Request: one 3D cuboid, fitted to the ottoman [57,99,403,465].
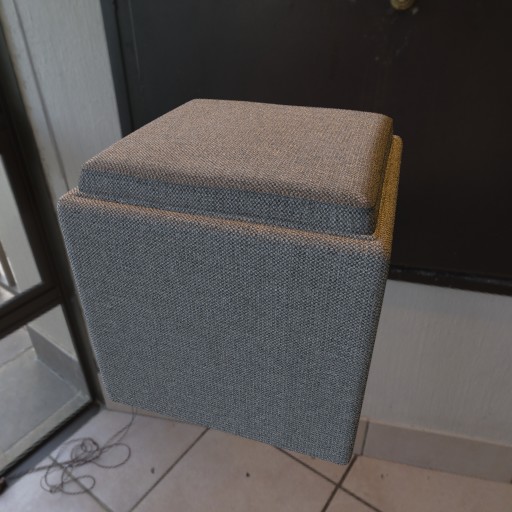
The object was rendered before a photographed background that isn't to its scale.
[{"bbox_3d":[0.000,0.000,0.820,0.454,0.487,0.436,10,34,15],"label":"ottoman"}]
